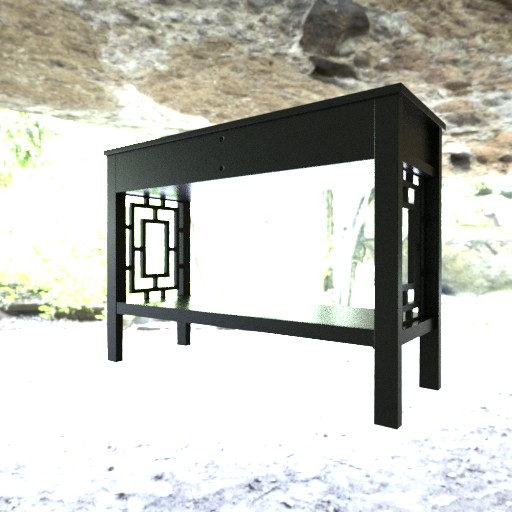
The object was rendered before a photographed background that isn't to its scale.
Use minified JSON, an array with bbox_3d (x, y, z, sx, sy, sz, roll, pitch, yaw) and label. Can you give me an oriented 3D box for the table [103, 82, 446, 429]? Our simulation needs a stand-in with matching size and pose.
[{"bbox_3d":[0.000,0.000,1.430,1.068,0.753,0.397,0,0,36],"label":"table"}]
